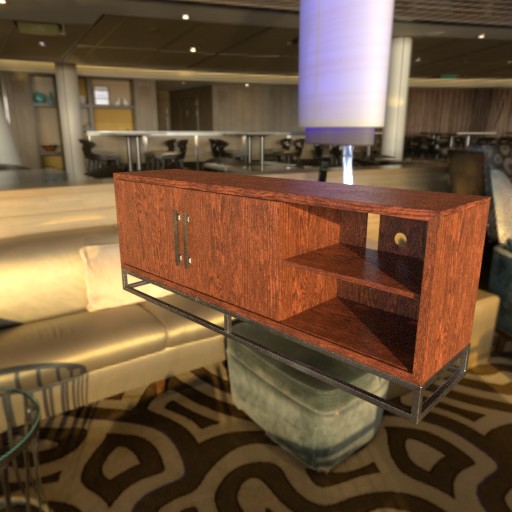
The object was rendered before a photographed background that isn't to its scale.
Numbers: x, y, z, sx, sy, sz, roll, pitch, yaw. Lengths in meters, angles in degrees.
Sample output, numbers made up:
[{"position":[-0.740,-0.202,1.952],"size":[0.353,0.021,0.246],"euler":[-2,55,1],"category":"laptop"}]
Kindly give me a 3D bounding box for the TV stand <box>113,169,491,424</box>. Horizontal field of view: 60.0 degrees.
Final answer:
[{"position":[0.000,0.000,1.751],"size":[1.541,0.578,0.382],"euler":[15,21,42],"category":"TV stand"}]
